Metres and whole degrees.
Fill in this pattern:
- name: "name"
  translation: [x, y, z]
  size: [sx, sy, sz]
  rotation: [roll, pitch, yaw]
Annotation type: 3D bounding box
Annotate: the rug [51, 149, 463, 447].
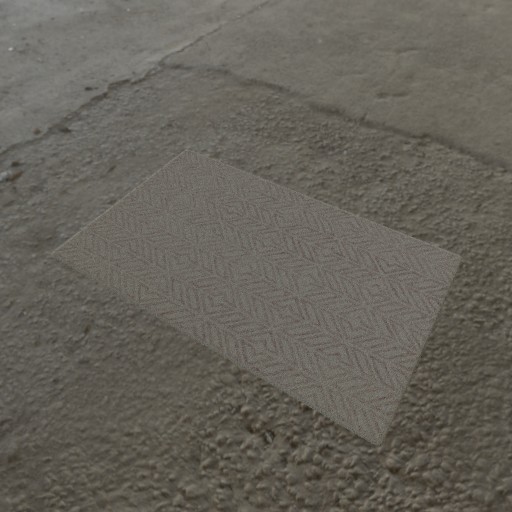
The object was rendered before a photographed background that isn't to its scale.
- name: "rug"
  translation: [0.000, 0.000, 3.078]
  size: [2.438, 0.008, 1.523]
  rotation: [25, 52, 21]
